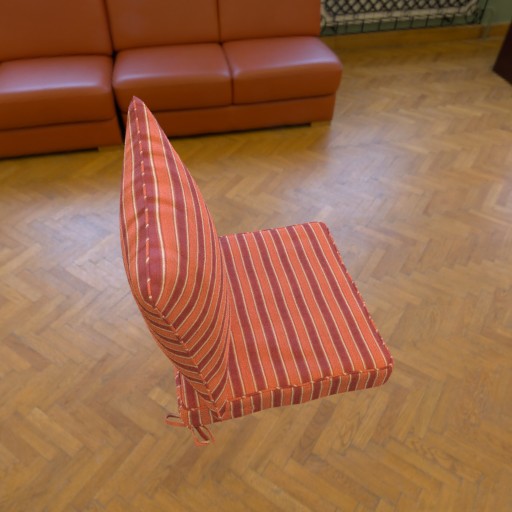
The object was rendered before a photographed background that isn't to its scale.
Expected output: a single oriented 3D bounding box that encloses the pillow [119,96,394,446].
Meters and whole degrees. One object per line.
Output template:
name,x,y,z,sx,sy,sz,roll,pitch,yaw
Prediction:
pillow,0.000,0.000,1.345,0.733,0.723,0.799,-9,47,-9
